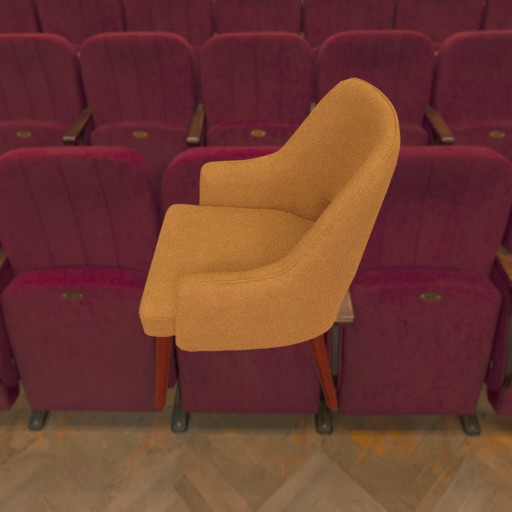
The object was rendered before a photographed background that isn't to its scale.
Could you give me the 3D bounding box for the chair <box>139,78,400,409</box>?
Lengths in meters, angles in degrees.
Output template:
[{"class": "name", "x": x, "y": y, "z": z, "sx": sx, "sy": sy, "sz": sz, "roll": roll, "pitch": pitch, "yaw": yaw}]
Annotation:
[{"class": "chair", "x": 0.000, "y": 0.000, "z": 1.221, "sx": 0.605, "sy": 0.849, "sz": 0.548, "roll": 1, "pitch": 42, "yaw": 1}]
